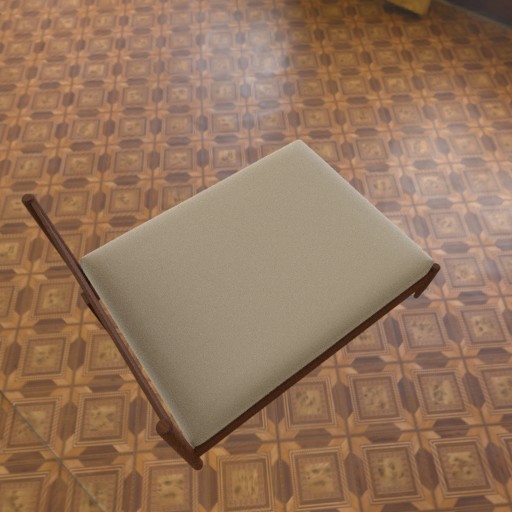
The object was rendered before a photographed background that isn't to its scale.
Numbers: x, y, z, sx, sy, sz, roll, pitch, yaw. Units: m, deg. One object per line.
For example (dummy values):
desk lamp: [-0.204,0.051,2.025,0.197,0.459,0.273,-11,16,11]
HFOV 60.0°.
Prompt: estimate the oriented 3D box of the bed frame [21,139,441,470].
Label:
bed frame: [0.000,0.000,3.154,2.234,1.321,1.655,-32,64,-18]
